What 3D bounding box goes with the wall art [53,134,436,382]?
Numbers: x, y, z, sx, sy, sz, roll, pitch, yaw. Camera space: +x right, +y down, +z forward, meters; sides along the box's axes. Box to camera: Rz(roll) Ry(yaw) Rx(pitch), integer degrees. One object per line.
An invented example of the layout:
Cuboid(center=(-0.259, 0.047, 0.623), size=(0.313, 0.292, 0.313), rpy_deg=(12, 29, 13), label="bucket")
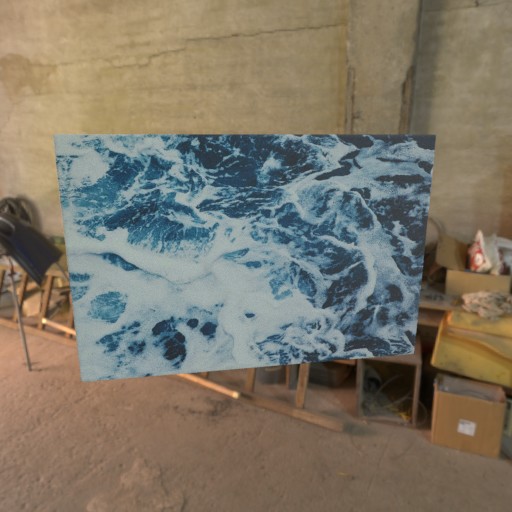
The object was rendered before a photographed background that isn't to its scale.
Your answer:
Cuboid(center=(0.000, 0.000, 0.769), size=(0.609, 0.407, 0.043), rpy_deg=(-3, 15, -9), label="wall art")
